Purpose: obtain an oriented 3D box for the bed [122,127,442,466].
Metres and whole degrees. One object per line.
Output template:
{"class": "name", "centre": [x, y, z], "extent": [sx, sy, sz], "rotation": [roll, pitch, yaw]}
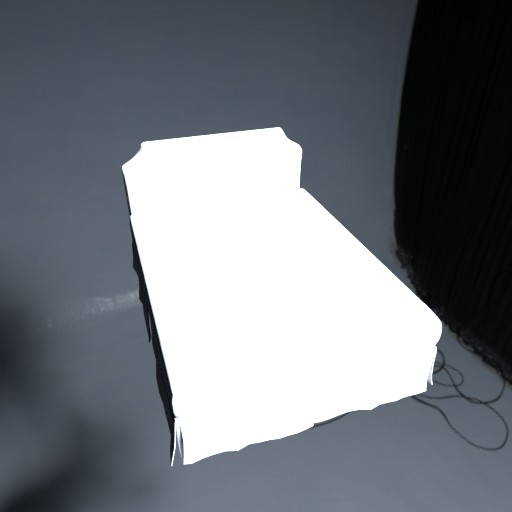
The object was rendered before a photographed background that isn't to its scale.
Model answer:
{"class": "bed", "centre": [0.000, 0.000, 3.663], "extent": [1.977, 1.293, 2.498], "rotation": [-11, 35, -16]}
